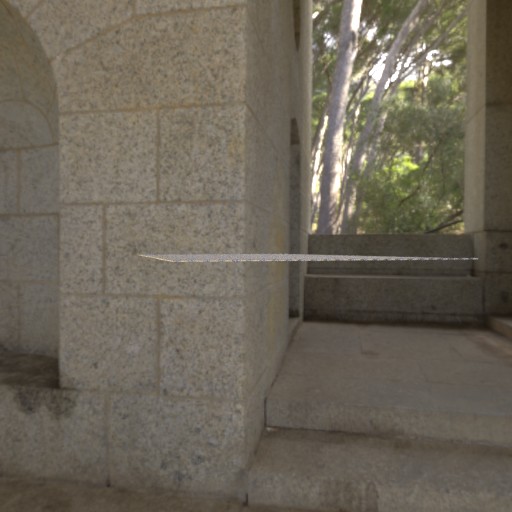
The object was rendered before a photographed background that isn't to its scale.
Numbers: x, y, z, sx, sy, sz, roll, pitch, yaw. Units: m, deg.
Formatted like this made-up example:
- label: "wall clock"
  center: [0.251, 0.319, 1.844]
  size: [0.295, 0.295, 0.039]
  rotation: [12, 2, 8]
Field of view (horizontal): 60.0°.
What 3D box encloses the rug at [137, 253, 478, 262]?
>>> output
- label: "rug"
  center: [0.000, 0.000, 2.621]
  size: [1.248, 0.009, 2.108]
  rotation: [0, 1, -18]
